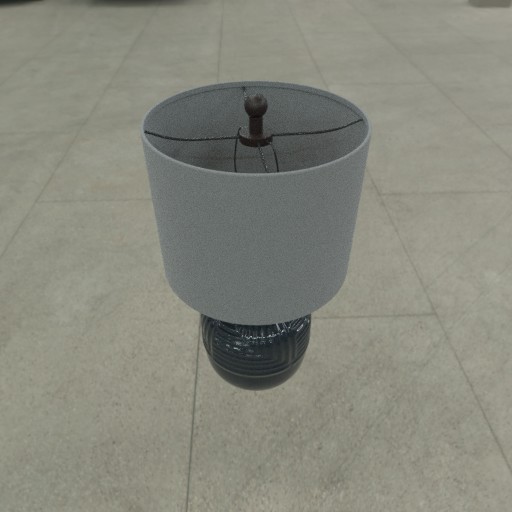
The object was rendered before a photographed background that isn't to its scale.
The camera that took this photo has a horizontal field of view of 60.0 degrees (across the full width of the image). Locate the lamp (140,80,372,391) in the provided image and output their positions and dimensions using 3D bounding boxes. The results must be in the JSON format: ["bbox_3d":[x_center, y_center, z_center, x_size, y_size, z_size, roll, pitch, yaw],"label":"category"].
[{"bbox_3d":[0.000,0.000,0.777,0.318,0.567,0.318,0,40,0],"label":"lamp"}]
